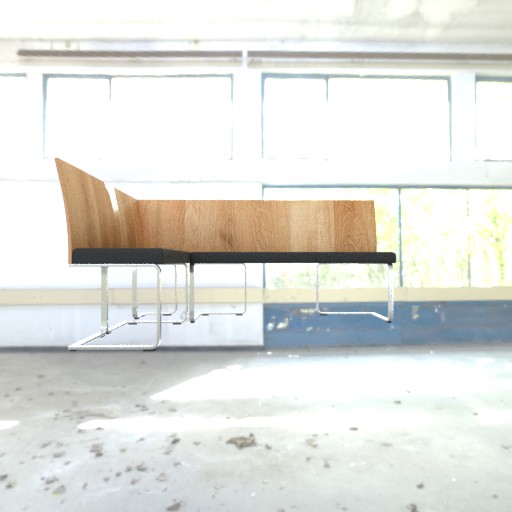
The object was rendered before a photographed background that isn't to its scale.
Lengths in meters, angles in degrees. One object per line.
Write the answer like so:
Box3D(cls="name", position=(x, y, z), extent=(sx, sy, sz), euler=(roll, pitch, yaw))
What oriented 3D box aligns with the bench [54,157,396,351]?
Box3D(cls="bench", position=(0.000, 0.000, 2.871), extent=(1.945, 0.930, 1.495), euler=(0, -1, -1))
